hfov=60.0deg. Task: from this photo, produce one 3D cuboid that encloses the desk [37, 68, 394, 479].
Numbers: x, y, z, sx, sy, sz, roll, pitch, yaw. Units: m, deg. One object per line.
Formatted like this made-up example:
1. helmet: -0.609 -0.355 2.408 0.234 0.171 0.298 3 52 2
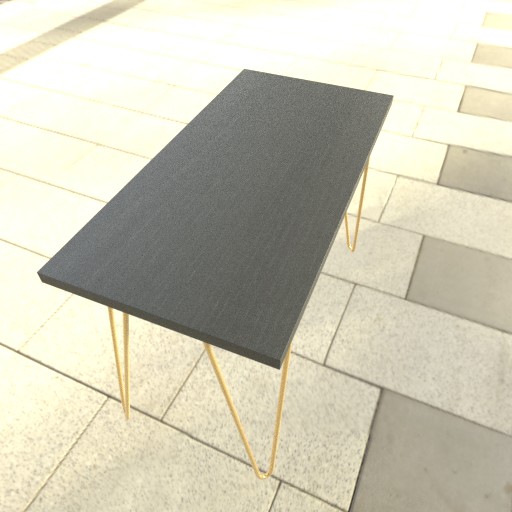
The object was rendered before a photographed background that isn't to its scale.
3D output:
1. desk: 0.000 0.000 1.338 0.499 0.660 0.991 17 48 15
